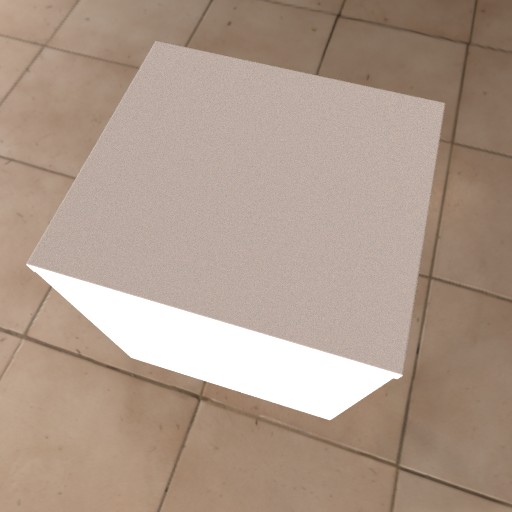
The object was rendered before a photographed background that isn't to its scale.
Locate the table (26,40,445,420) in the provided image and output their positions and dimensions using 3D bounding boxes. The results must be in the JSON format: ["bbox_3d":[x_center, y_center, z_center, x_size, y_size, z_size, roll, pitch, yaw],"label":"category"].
[{"bbox_3d":[0.000,0.000,0.753,0.420,0.460,0.380,15,65,7],"label":"table"}]
